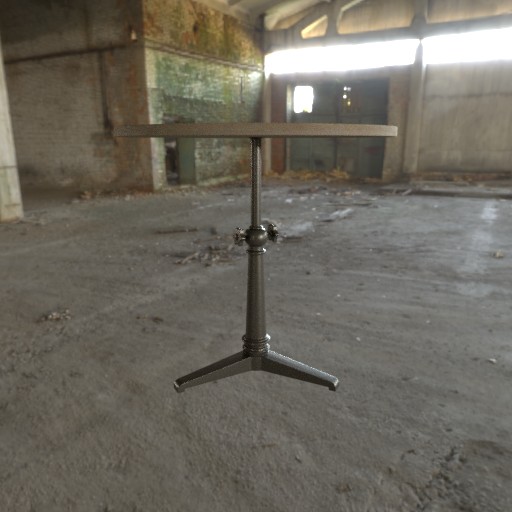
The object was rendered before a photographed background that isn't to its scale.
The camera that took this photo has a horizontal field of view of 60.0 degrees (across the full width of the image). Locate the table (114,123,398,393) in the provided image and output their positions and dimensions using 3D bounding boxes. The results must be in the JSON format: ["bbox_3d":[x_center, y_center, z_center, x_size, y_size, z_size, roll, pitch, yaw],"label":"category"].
[{"bbox_3d":[0.000,0.000,1.408,0.800,0.780,0.800,0,14,0],"label":"table"}]
